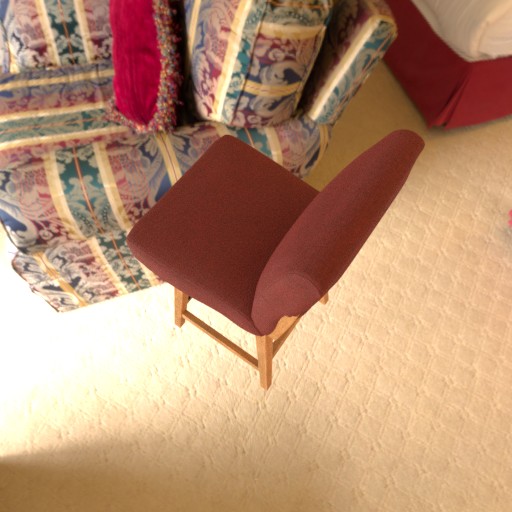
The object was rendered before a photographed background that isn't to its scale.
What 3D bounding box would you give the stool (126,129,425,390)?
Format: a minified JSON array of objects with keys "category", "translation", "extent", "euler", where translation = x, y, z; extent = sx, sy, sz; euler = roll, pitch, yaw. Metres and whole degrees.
[{"category":"stool","translation":[0.000,0.000,1.321],"extent":[0.562,1.038,0.468],"euler":[32,68,15]}]
